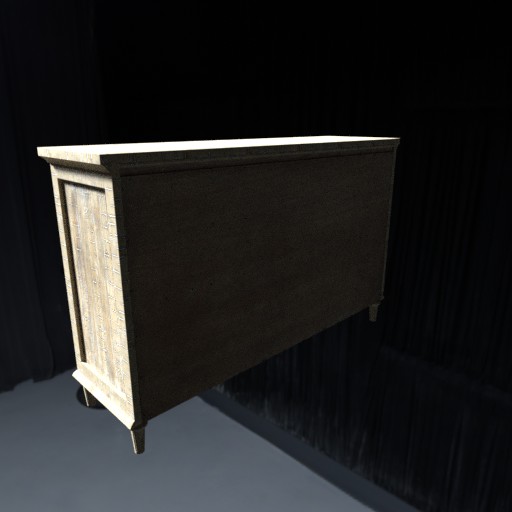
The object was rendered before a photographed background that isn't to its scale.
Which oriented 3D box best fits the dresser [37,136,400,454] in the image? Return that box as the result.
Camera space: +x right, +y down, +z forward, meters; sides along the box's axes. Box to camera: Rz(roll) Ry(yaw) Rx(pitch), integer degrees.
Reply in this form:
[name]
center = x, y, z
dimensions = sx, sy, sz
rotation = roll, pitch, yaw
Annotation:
[dresser]
center = 0.000, 0.000, 2.036
dimensions = 1.626, 1.016, 0.457
rotation = -16, 23, -42
